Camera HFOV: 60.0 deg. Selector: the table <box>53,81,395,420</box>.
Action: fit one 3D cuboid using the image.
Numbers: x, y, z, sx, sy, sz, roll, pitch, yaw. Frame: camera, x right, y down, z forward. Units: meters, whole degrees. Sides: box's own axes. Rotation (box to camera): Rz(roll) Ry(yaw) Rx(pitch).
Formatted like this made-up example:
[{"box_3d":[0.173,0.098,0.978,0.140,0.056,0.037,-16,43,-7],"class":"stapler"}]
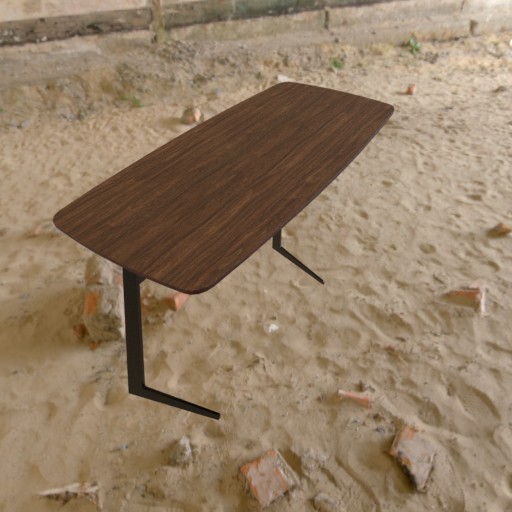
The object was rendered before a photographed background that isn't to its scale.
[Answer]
[{"box_3d":[0.000,0.000,1.109,0.361,0.576,0.804,23,46,25],"class":"table"}]
